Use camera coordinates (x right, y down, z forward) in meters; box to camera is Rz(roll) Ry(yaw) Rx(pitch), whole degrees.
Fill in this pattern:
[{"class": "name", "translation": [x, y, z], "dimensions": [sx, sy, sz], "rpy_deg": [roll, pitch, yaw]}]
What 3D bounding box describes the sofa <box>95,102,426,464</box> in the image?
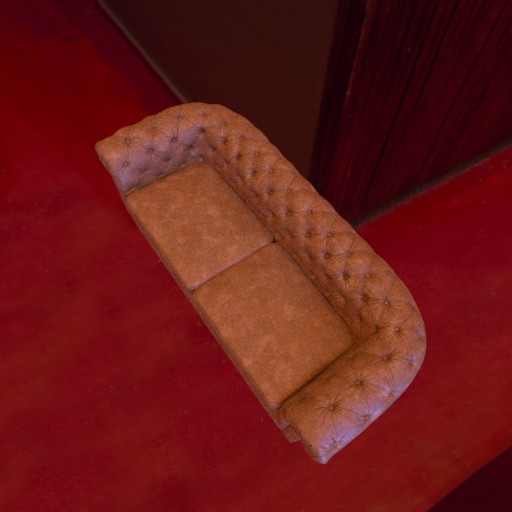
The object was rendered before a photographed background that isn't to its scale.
[{"class": "sofa", "translation": [0.000, 0.000, 2.857], "dimensions": [0.989, 0.760, 2.365], "rpy_deg": [-33, 67, -16]}]
